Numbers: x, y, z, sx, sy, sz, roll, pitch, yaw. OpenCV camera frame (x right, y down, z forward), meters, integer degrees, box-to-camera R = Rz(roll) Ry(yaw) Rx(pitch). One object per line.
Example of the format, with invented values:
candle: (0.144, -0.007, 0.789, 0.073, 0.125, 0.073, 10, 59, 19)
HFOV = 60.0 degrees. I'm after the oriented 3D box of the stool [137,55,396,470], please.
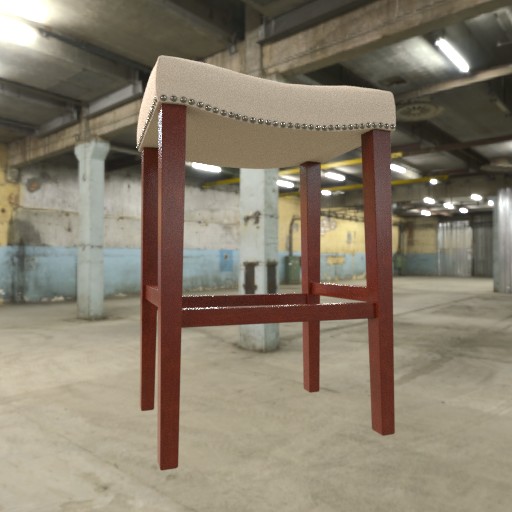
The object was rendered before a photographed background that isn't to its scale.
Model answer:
stool: (0.000, 0.000, 1.012, 0.504, 0.742, 0.372, 0, -1, -20)
